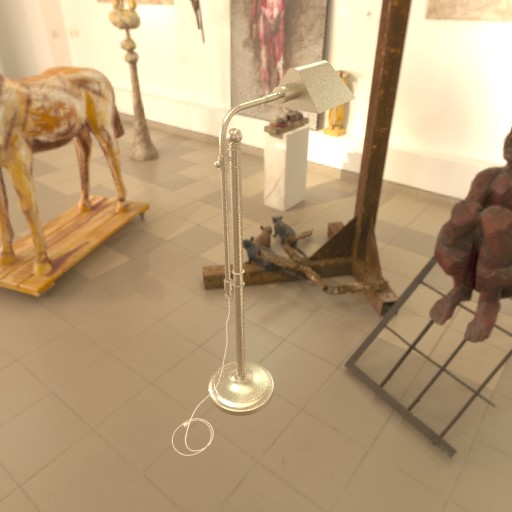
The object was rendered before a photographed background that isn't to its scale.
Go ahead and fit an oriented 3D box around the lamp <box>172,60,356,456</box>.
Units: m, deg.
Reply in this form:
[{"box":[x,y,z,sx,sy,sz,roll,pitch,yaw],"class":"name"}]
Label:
[{"box":[0.000,0.000,0.932,0.159,0.708,0.546,23,39,31],"class":"lamp"}]
